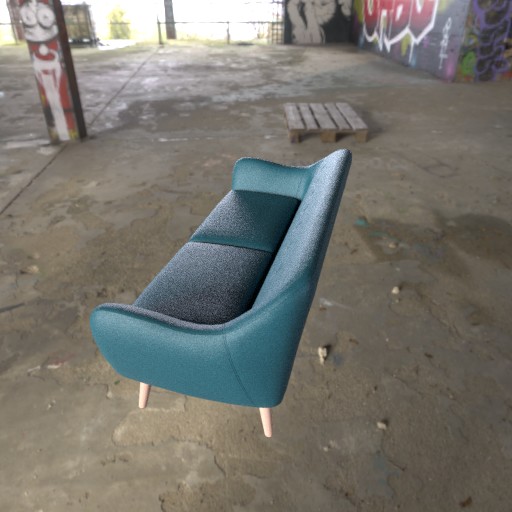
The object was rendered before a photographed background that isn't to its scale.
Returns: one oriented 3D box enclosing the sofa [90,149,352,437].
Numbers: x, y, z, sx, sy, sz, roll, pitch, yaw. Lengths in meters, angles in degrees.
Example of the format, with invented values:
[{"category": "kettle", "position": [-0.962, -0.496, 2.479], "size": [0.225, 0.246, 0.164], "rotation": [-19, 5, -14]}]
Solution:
[{"category": "sofa", "position": [0.000, 0.000, 2.371], "size": [0.820, 0.836, 1.840], "rotation": [8, 32, 13]}]
